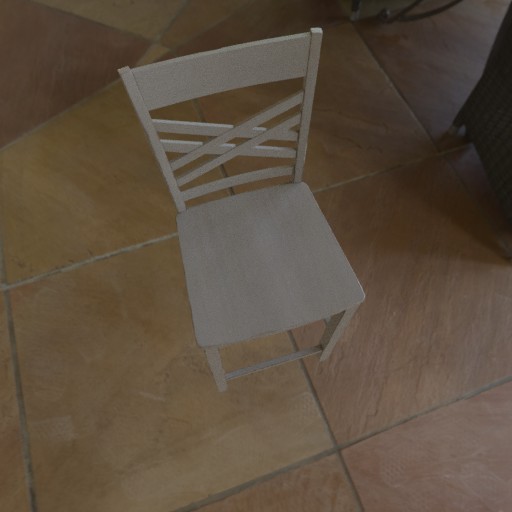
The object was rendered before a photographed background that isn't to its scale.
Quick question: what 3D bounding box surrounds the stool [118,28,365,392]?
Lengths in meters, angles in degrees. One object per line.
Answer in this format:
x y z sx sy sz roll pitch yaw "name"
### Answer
0.000 0.000 1.344 0.462 1.079 0.539 -15 65 -7 "stool"
